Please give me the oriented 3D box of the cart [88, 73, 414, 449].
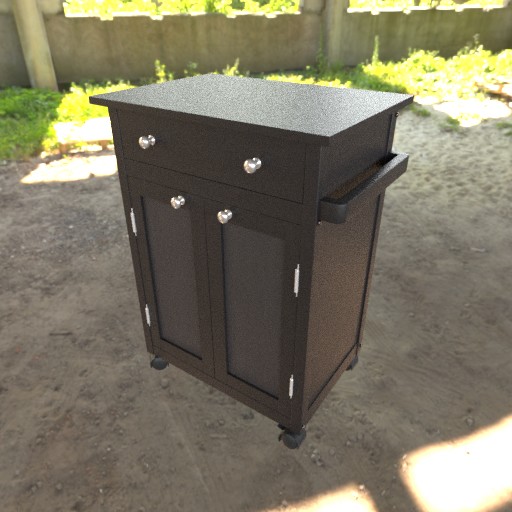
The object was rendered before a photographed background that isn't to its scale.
[{"bbox_3d":[0.000,0.000,1.275,0.660,0.879,0.456,19,35,29],"label":"cart"}]
